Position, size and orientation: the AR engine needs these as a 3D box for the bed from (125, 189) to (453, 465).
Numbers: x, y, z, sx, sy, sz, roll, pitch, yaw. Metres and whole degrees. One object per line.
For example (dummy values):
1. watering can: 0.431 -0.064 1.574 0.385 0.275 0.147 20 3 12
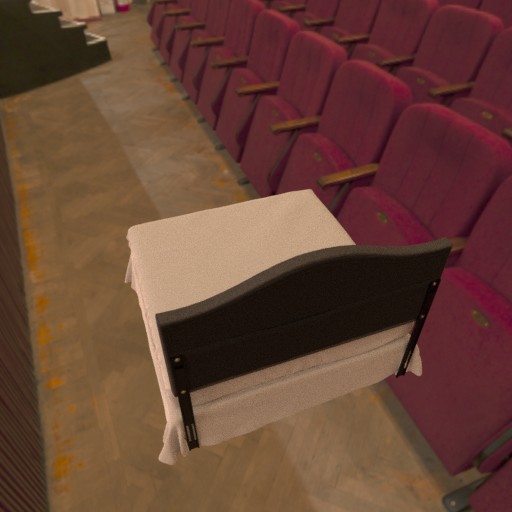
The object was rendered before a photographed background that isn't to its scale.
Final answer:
1. bed: 0.000 0.000 3.804 2.314 1.651 2.219 -14 43 -15
